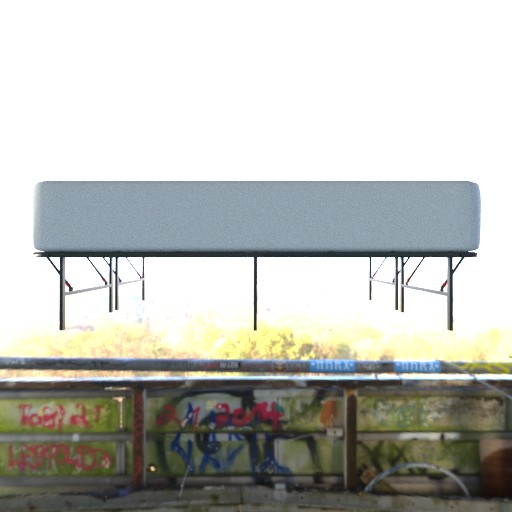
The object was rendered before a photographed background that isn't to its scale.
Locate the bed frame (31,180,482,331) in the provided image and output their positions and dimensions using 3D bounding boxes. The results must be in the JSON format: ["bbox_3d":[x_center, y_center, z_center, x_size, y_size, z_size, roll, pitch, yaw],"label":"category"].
[{"bbox_3d":[0.000,0.000,2.718,2.037,0.677,1.528,0,0,0],"label":"bed frame"}]
